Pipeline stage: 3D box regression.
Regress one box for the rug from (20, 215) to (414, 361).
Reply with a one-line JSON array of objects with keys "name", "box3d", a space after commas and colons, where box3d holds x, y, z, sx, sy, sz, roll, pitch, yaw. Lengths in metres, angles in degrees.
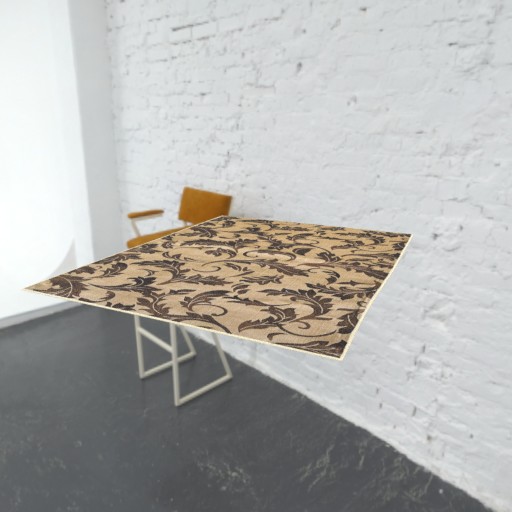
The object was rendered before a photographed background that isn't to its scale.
[{"name": "rug", "box3d": [0.000, 0.000, 3.999, 2.380, 0.008, 2.977, 8, 18, 24]}]
